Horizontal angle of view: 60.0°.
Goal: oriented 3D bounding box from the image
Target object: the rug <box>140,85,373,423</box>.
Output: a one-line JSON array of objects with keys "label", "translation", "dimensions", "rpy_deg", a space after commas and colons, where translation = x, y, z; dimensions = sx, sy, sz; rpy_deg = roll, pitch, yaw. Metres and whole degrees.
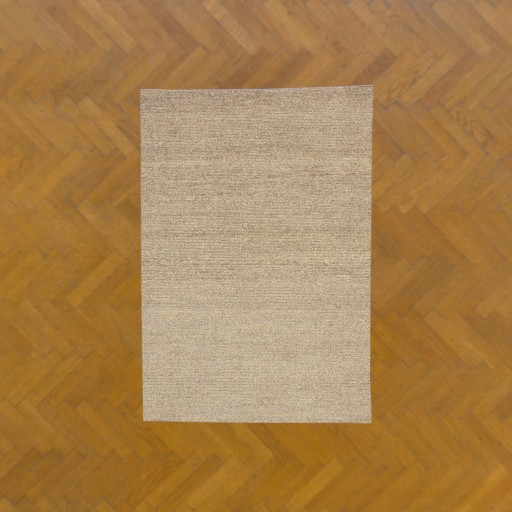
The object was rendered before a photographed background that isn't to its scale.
[{"label": "rug", "translation": [0.000, 0.000, 3.080], "dimensions": [1.609, 0.030, 2.342], "rpy_deg": [0, 91, 1]}]
